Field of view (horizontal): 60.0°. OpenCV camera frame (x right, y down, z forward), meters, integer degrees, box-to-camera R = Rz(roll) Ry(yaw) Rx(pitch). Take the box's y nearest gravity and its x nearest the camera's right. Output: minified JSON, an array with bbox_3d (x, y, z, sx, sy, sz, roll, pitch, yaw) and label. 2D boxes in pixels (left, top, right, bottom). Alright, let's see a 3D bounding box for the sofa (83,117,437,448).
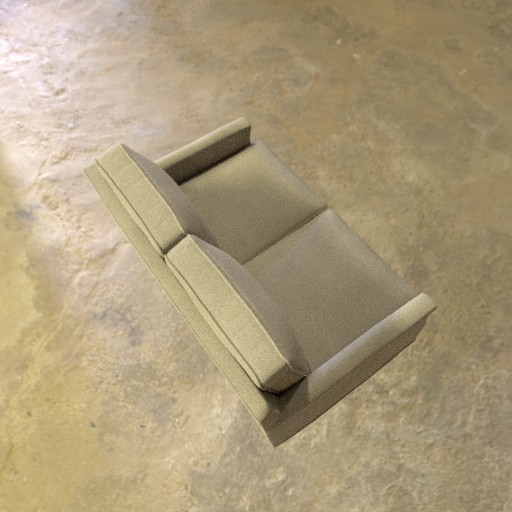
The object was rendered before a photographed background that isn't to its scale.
[{"bbox_3d":[0.000,0.000,2.347,1.084,1.003,1.597,-32,63,-18],"label":"sofa"}]
